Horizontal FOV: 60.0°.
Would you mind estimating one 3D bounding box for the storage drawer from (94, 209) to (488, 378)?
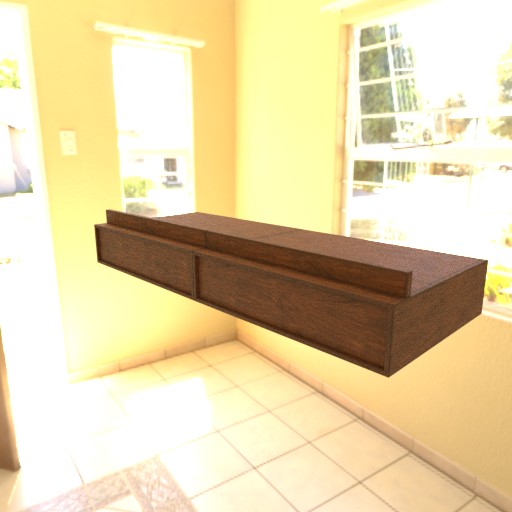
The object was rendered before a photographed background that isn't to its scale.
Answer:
[{"bbox_3d":[0.000,0.000,2.211,0.774,0.339,1.914,-13,19,-43],"label":"storage drawer"}]
